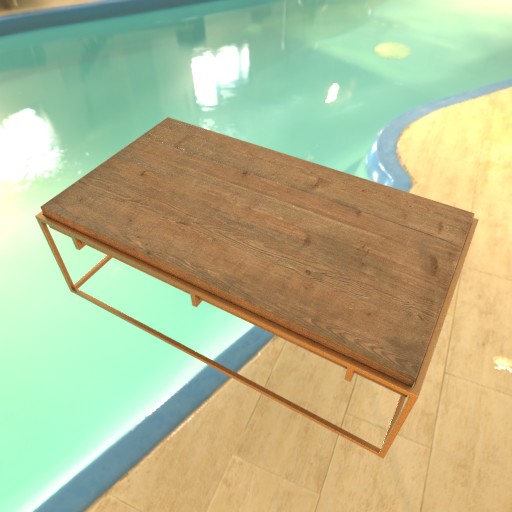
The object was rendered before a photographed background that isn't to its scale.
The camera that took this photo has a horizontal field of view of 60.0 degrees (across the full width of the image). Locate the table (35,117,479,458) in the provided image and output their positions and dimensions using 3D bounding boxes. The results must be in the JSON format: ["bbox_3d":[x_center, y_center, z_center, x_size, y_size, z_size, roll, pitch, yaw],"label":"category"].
[{"bbox_3d":[0.000,0.000,1.726,1.387,0.468,0.775,22,50,20],"label":"table"}]
